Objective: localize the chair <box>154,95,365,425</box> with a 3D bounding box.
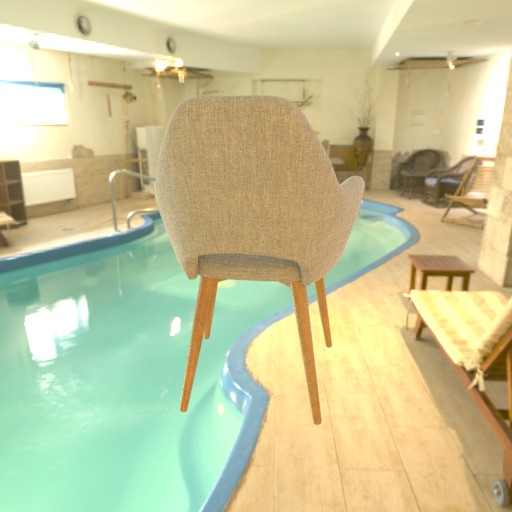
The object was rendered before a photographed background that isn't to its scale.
[{"bbox_3d":[0.000,0.000,1.274,0.590,0.840,0.610,2,17,8],"label":"chair"}]
